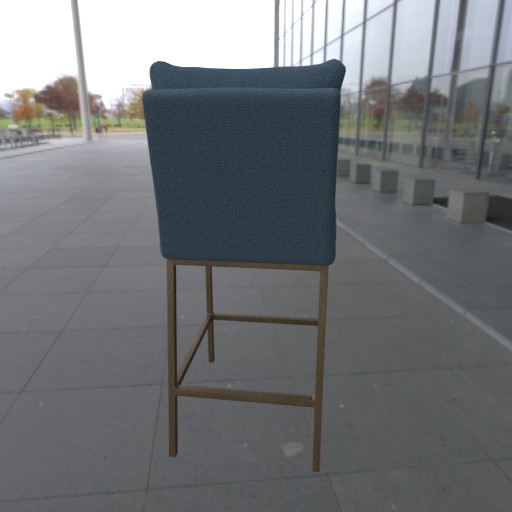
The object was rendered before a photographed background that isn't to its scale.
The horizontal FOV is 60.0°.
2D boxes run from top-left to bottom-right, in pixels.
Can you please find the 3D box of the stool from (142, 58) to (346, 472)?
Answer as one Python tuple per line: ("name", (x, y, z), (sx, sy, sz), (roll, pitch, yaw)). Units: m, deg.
("stool", (0.000, 0.000, 1.318), (0.463, 1.032, 0.568), (2, 17, 8))
